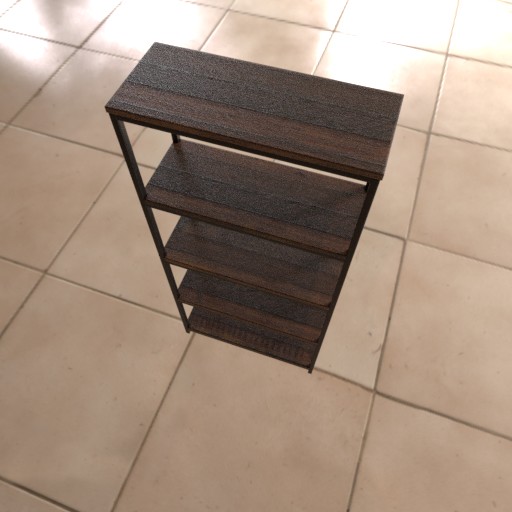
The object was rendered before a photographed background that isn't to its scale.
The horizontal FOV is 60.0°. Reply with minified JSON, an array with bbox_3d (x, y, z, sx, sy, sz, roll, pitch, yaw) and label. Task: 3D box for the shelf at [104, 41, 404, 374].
[{"bbox_3d":[0.000,0.000,2.185,0.874,1.860,0.359,16,60,10],"label":"shelf"}]
